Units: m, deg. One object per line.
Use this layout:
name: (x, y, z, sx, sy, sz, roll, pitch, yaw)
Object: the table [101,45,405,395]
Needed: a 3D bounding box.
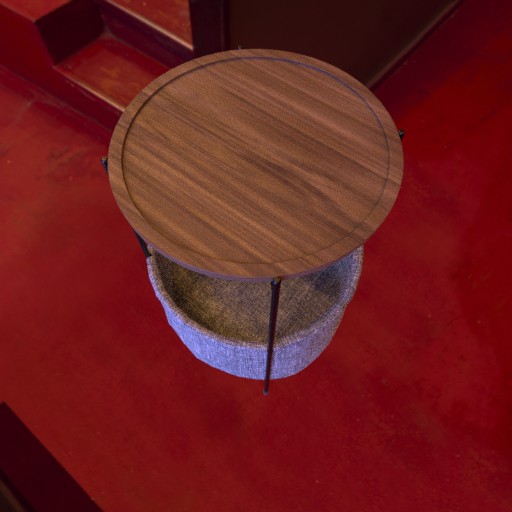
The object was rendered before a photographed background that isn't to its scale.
table: (0.000, 0.000, 0.858, 0.400, 0.623, 0.400, 35, 67, 17)
